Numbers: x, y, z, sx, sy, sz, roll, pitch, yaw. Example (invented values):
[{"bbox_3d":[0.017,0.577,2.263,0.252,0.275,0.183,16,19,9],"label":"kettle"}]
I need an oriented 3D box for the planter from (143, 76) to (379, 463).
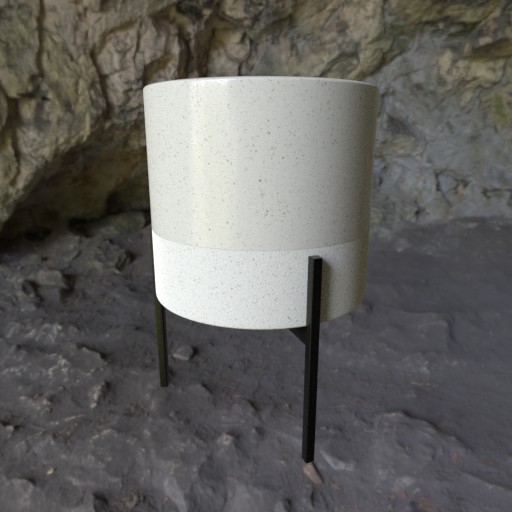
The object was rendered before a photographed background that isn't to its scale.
[{"bbox_3d":[0.000,0.000,0.326,0.159,0.230,0.152,2,16,8],"label":"planter"}]
